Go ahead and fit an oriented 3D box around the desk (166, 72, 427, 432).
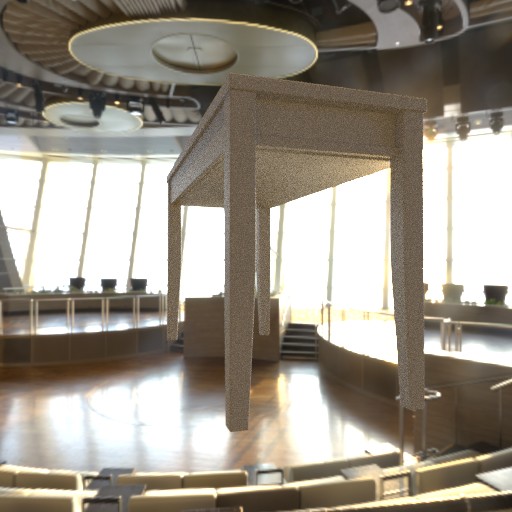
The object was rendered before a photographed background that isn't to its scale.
[{"bbox_3d":[0.000,0.000,1.603,0.508,0.775,1.220,0,-1,-18],"label":"desk"}]
